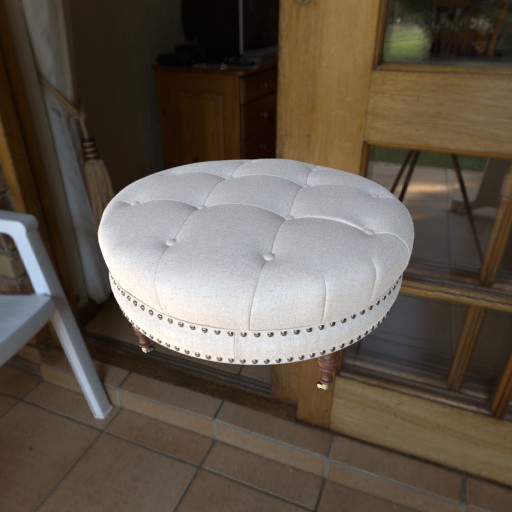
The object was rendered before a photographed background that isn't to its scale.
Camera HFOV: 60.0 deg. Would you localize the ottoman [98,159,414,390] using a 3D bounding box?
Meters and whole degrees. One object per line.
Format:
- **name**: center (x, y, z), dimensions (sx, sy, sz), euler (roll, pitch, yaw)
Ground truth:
- **ottoman**: center (0.000, 0.000, 1.450), dimensions (0.940, 0.483, 0.940), euler (0, 30, 0)
